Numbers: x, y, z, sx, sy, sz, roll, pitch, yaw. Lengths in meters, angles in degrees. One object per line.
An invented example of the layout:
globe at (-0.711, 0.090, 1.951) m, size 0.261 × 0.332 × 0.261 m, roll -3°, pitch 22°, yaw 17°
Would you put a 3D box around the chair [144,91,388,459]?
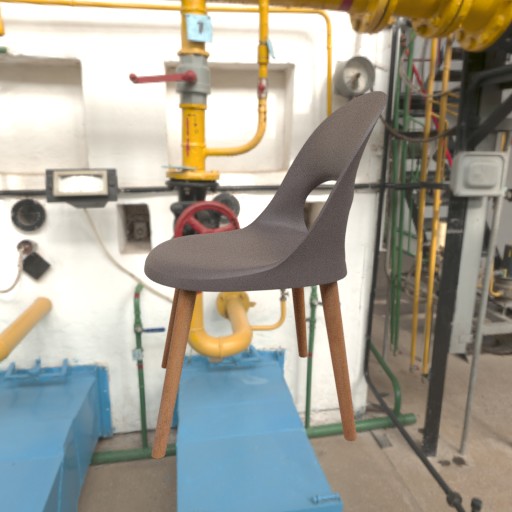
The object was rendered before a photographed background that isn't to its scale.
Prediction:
chair at (0.000, 0.000, 1.130) m, size 0.556 × 0.794 × 0.470 m, roll -2°, pitch 13°, yaw -9°
